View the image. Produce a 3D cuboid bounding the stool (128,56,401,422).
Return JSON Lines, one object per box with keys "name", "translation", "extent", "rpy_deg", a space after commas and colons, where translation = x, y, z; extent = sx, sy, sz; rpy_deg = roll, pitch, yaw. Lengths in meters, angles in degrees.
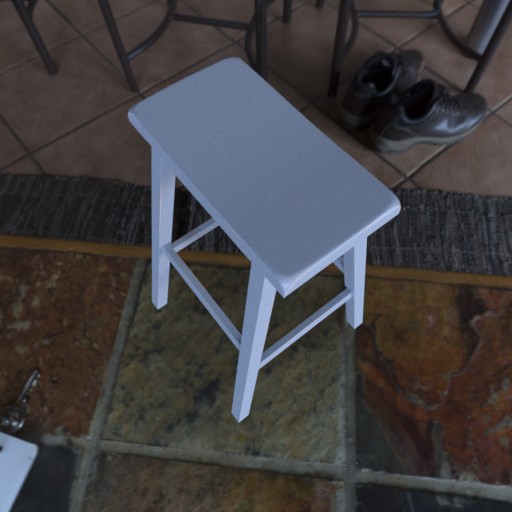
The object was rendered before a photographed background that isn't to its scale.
{"name": "stool", "translation": [0.000, 0.000, 1.060], "extent": [0.476, 0.737, 0.457], "rpy_deg": [-34, 67, -17]}
